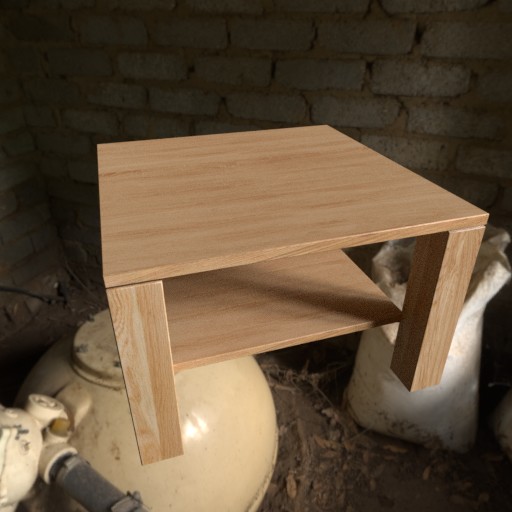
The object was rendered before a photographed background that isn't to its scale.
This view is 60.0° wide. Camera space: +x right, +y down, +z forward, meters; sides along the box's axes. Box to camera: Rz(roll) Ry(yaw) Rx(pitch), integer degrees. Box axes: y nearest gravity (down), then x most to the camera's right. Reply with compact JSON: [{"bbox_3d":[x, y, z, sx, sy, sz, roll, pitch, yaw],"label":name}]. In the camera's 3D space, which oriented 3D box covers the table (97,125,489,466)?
[{"bbox_3d":[0.000,0.000,1.143,0.700,0.450,0.700,-9,32,-15],"label":"table"}]
